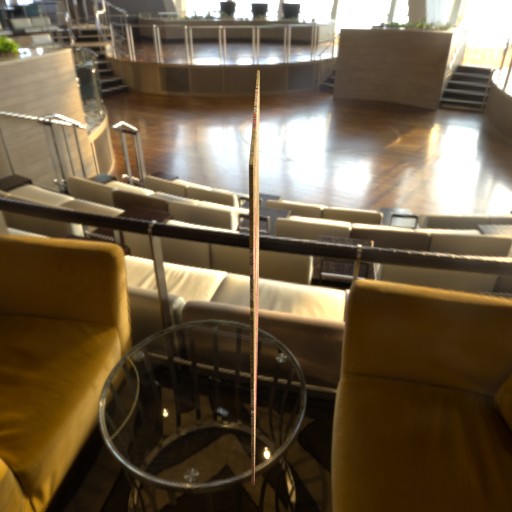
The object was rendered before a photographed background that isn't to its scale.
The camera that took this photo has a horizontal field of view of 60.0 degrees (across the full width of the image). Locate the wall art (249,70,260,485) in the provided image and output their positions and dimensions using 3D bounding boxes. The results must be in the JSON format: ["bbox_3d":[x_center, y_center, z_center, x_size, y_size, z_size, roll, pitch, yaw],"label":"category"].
[{"bbox_3d":[0.000,0.000,2.273,0.013,1.534,1.519,1,32,1],"label":"wall art"}]
